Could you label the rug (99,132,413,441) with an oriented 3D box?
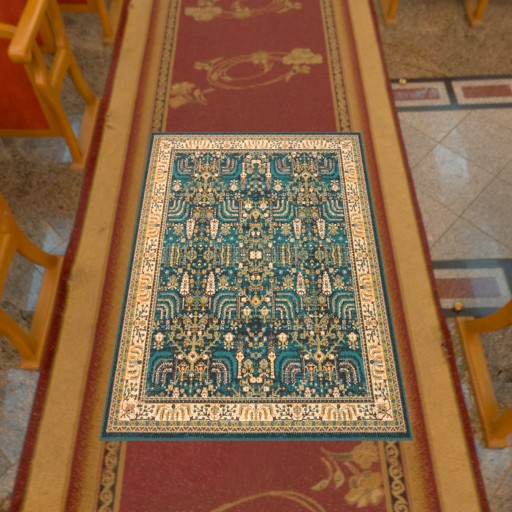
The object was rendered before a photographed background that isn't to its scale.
[{"bbox_3d":[0.000,0.000,3.917,2.226,0.015,3.044,0,59,0],"label":"rug"}]
